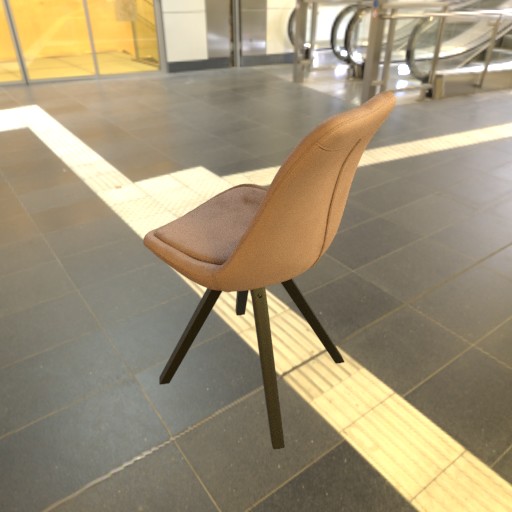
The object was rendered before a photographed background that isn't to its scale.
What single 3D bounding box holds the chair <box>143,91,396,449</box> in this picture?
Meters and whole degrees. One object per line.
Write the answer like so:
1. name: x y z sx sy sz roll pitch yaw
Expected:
1. chair: 0.000 0.000 1.189 0.547 0.865 0.483 20 37 29
